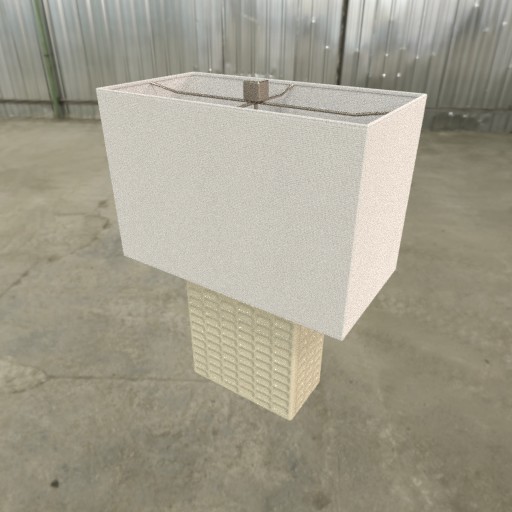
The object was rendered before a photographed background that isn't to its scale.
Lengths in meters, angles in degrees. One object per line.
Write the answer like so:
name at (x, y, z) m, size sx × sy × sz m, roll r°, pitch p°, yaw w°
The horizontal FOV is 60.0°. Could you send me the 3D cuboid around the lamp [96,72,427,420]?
lamp at (0.000, 0.000, 0.691) m, size 0.380 × 0.515 × 0.200 m, roll 18°, pitch 34°, yaw 29°
